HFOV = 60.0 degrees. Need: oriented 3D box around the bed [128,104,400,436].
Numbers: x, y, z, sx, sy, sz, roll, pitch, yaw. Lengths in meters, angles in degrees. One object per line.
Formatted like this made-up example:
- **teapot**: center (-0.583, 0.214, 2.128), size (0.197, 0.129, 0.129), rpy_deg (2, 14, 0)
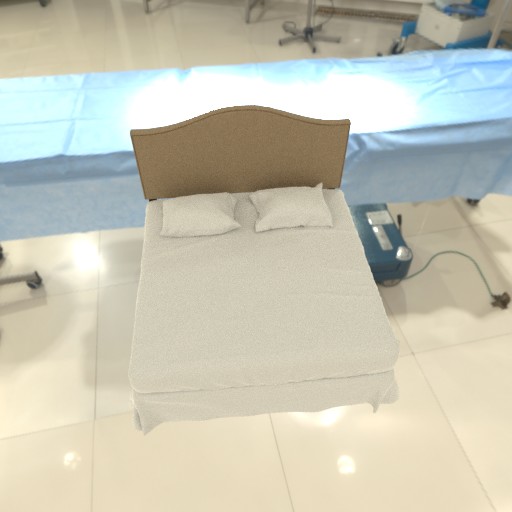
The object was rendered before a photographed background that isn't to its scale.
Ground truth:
- **bed**: center (0.000, 0.000, 3.732), size (2.311, 1.651, 2.222), rpy_deg (-4, 47, -4)
